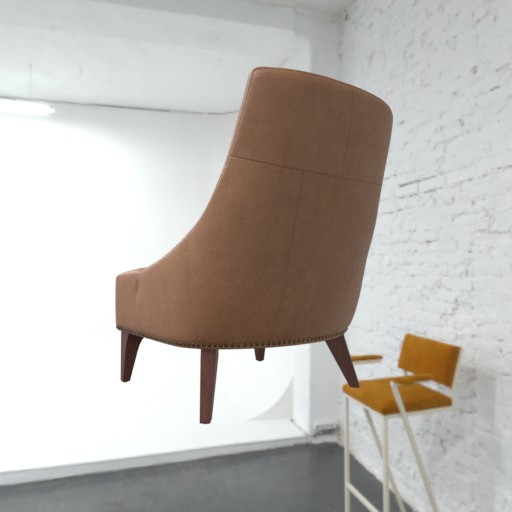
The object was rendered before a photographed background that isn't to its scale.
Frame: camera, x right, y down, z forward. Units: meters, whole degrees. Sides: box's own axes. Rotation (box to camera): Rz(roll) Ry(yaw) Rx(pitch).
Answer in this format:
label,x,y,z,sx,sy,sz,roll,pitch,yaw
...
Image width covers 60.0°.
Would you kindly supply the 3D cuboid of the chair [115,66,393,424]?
label,x,y,z,sx,sy,sz,roll,pitch,yaw
chair,0.000,0.000,1.508,0.701,0.909,0.861,1,-2,-37
